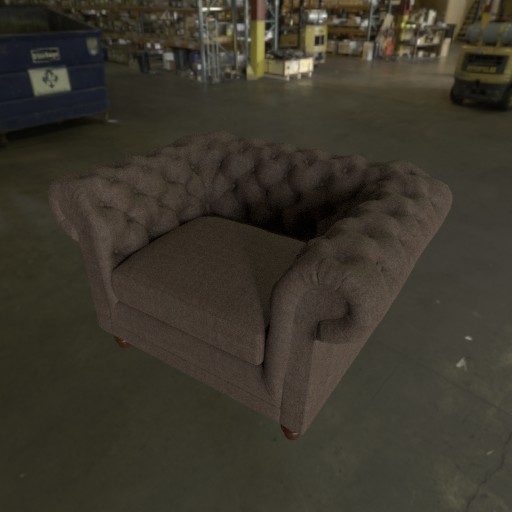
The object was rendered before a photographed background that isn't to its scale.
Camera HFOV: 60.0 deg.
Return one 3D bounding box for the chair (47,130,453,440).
[{"bbox_3d":[0.000,0.000,1.823,1.298,0.780,0.945,18,35,29],"label":"chair"}]
